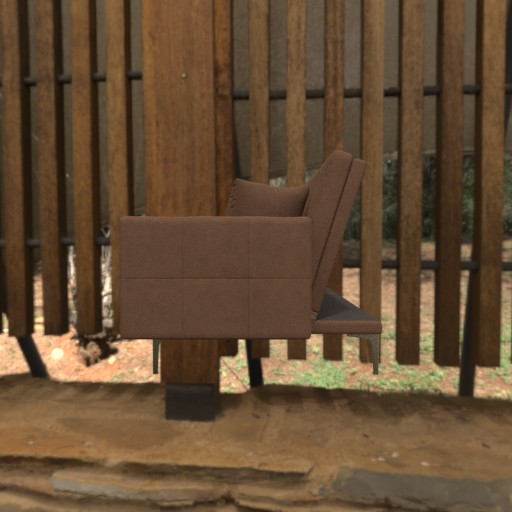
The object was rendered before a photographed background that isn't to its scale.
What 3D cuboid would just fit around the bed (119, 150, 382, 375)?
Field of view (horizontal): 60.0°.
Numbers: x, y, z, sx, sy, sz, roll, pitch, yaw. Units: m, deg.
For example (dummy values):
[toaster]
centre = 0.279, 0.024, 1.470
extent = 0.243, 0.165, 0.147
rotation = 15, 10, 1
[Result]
[bed]
centre = 0.000, 0.000, 2.384
extent = 0.889, 0.787, 1.905
rotation = 0, 2, 0
